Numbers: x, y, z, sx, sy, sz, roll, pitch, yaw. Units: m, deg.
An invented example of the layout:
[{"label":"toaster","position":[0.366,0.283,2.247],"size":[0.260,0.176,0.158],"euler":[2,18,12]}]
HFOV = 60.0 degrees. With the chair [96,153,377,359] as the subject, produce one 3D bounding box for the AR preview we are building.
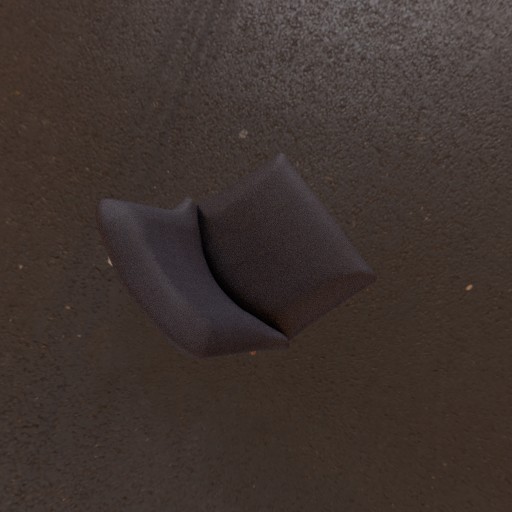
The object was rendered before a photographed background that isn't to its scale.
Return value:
[{"label":"chair","position":[0.000,0.000,1.211],"size":[0.567,0.820,0.504],"euler":[-33,78,-8]}]
